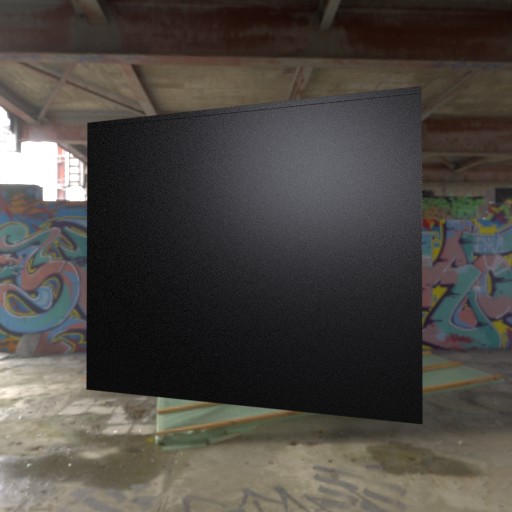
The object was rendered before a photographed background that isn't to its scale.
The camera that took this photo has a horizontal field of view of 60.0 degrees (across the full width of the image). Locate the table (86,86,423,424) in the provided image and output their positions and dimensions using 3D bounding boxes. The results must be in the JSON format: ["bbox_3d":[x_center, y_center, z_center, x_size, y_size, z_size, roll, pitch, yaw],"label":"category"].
[{"bbox_3d":[0.000,0.000,1.354,0.930,0.790,0.380,0,-1,17],"label":"table"}]
